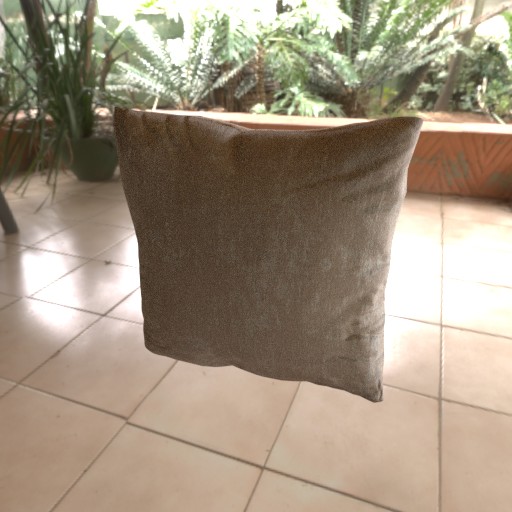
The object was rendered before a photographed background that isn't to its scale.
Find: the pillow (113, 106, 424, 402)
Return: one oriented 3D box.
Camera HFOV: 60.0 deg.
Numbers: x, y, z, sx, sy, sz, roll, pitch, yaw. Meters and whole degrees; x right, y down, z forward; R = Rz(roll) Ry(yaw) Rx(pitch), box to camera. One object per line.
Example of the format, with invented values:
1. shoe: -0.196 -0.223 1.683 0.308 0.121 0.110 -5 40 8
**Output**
1. pillow: 0.000 0.000 0.707 0.450 0.448 0.245 9 27 18
